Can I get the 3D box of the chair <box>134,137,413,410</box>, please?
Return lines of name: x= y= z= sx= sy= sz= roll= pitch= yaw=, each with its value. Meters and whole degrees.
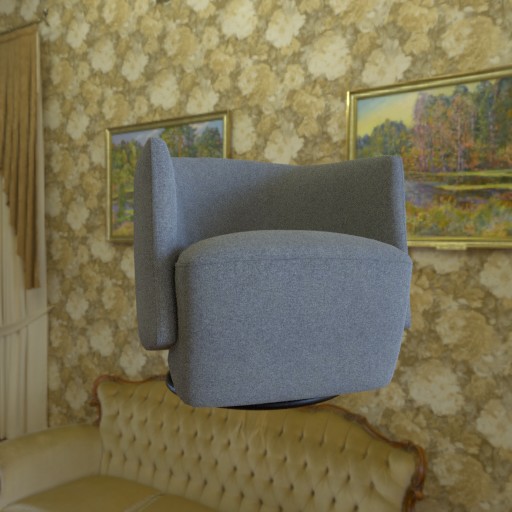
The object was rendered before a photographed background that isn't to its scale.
chair: x=0.000 y=0.000 z=1.566 sx=0.822 sy=0.861 sz=0.986 roll=0 pitch=1 yaw=-18
